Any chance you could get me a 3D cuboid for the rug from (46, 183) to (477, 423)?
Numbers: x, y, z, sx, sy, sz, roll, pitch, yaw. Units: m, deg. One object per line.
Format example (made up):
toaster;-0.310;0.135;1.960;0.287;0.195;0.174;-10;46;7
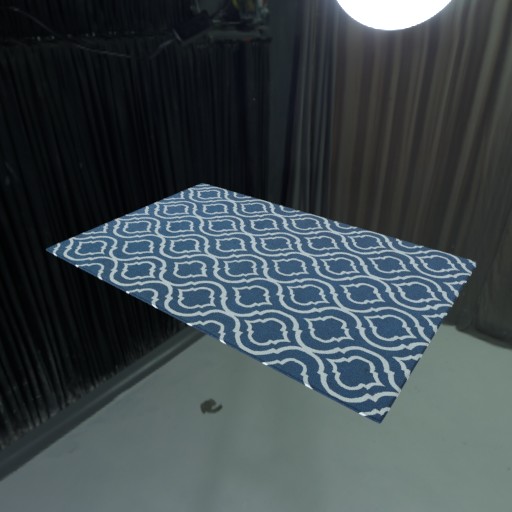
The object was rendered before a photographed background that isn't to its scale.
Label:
rug;0.000;0.000;2.141;1.753;0.010;1.143;20;36;31
